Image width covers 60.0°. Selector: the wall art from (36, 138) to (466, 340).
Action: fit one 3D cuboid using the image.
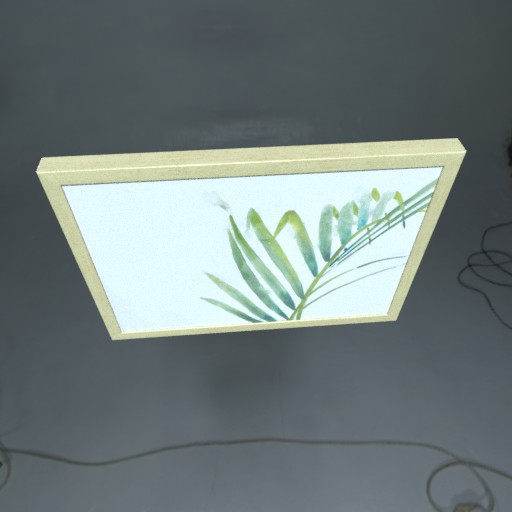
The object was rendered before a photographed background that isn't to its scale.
[{"bbox_3d":[0.000,0.000,0.698,0.533,0.381,0.032,-3,48,-3],"label":"wall art"}]
